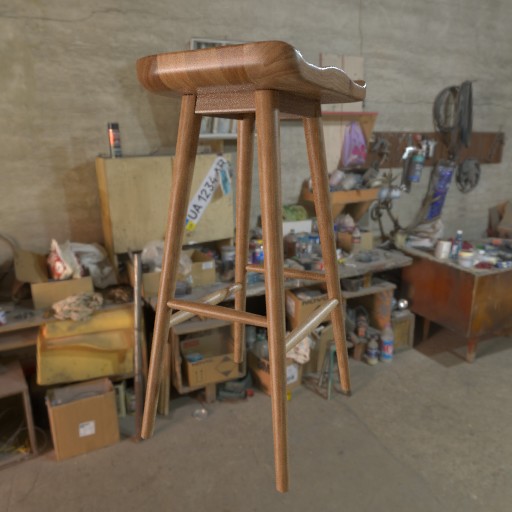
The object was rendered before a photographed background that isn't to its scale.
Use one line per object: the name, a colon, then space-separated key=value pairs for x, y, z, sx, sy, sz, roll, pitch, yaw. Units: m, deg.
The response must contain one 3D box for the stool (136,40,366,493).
stool: x=0.000 y=0.000 z=0.895 sx=0.322 sy=0.698 sz=0.407 roll=7 pitch=15 yaw=27
